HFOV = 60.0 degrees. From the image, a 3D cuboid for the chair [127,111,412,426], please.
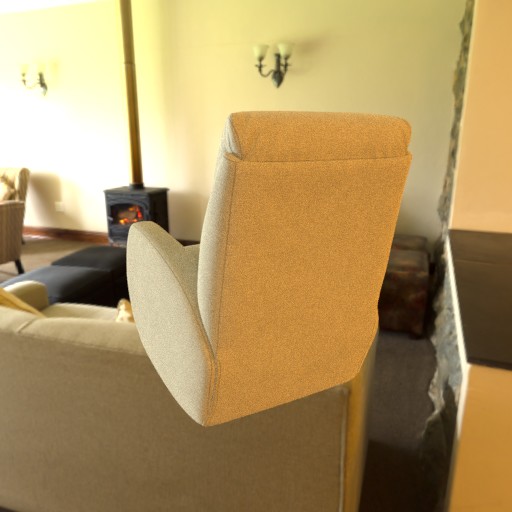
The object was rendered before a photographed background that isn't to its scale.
[{"bbox_3d":[0.000,0.000,1.680,0.812,1.015,0.941,-8,18,-27],"label":"chair"}]
